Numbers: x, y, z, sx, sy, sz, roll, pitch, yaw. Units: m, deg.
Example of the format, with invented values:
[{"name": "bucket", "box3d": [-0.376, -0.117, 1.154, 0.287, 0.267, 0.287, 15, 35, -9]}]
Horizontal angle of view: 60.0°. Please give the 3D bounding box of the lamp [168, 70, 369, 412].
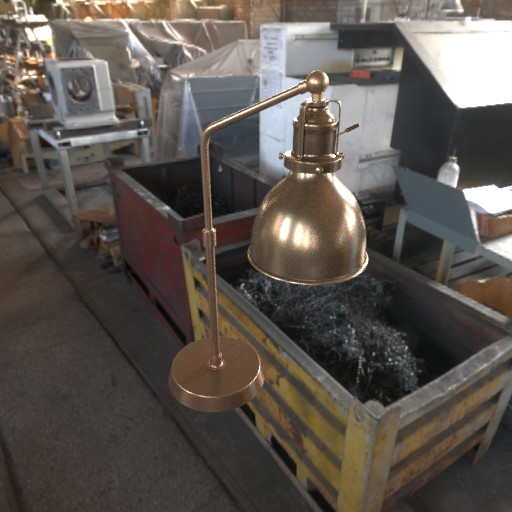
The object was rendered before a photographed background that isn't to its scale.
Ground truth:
[{"name": "lamp", "box3d": [0.000, 0.000, 0.583, 0.286, 0.456, 0.153, 9, 30, 17]}]
